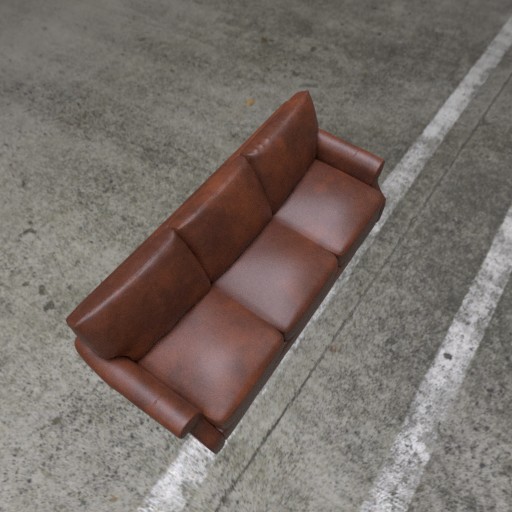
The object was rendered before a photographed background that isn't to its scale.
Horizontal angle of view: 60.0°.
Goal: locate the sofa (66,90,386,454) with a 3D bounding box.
[{"bbox_3d":[0.000,0.000,2.927,0.973,0.977,2.351,31,62,18],"label":"sofa"}]
